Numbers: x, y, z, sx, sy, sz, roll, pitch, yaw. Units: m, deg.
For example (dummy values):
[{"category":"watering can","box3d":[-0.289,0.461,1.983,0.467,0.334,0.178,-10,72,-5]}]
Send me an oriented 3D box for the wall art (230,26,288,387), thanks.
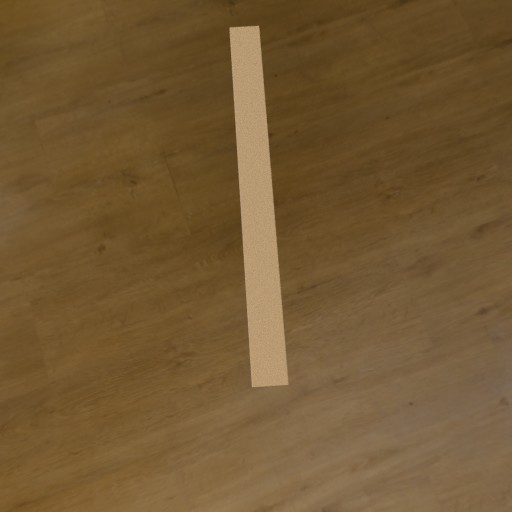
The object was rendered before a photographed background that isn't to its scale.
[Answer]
[{"category":"wall art","box3d":[0.000,0.000,0.840,0.038,0.657,0.450,-4,76,-1]}]
